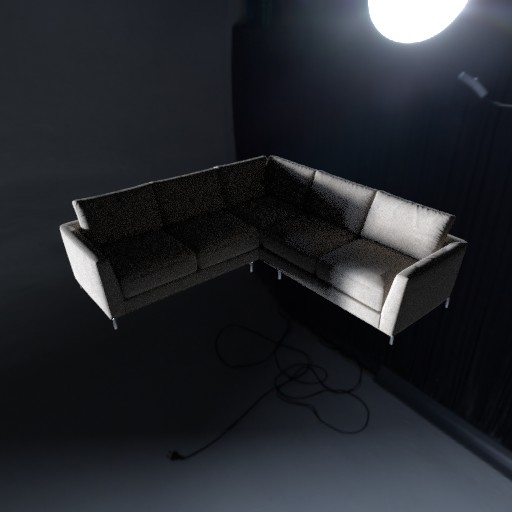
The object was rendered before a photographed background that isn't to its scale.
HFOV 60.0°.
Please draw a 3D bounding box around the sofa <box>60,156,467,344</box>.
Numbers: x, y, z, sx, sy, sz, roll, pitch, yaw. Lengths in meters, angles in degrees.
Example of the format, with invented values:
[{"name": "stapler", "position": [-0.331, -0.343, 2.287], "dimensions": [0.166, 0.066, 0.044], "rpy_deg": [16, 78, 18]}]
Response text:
[{"name": "sofa", "position": [0.000, 0.000, 3.736], "dimensions": [2.438, 0.864, 2.438], "rpy_deg": [-22, 36, -34]}]
